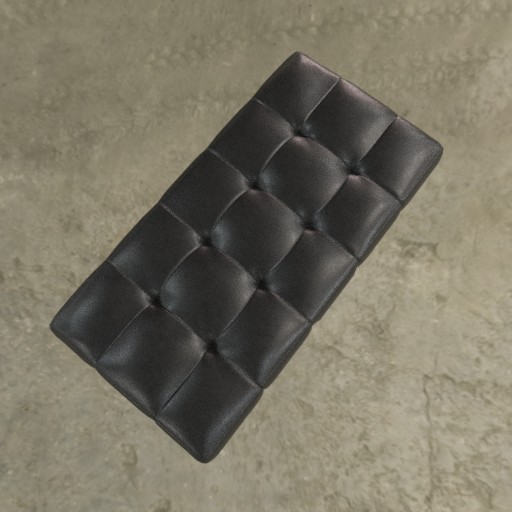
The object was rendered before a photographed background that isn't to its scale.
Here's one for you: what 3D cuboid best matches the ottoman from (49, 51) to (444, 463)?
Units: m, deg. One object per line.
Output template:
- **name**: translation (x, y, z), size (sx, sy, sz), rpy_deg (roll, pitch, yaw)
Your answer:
- **ottoman**: translation (0.000, 0.000, 1.126), size (0.432, 0.470, 0.838), rpy_deg (38, 79, 9)
